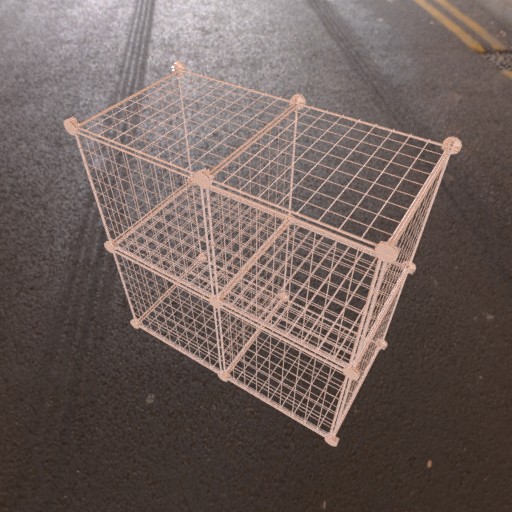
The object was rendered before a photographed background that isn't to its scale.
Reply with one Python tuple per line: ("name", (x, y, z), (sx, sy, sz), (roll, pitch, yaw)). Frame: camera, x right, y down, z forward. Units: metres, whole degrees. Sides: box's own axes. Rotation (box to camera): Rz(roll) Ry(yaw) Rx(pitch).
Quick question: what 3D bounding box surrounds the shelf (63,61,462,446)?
("shelf", (0.000, 0.000, 1.124), (0.711, 0.711, 0.356), (24, 50, 22))
